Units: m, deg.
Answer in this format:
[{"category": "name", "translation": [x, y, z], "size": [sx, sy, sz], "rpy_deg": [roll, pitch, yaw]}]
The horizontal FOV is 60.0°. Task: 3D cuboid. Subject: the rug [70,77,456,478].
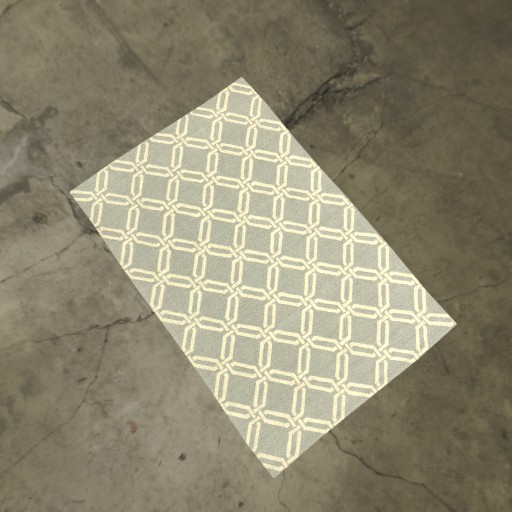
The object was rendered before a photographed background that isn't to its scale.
[{"category": "rug", "translation": [0.000, 0.000, 2.245], "size": [1.148, 0.010, 1.754], "rpy_deg": [-37, 79, -8]}]
